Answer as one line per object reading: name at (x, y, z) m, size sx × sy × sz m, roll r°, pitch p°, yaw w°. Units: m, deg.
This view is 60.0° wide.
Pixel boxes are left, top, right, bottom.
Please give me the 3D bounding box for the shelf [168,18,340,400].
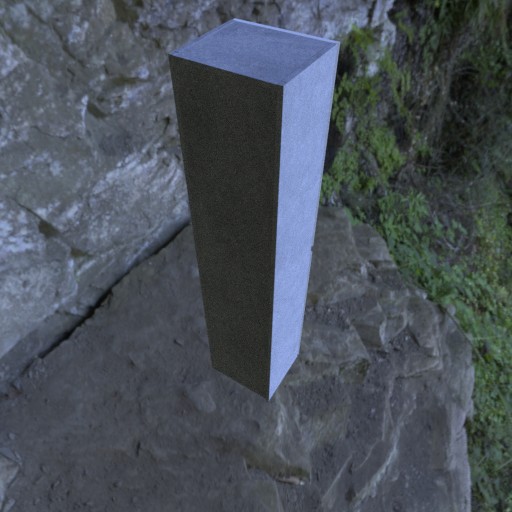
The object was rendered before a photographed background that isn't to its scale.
shelf at (0.000, 0.000, 1.532) m, size 0.300 × 1.400 × 0.270 m, roll 24°, pitch 51°, yaw 21°
